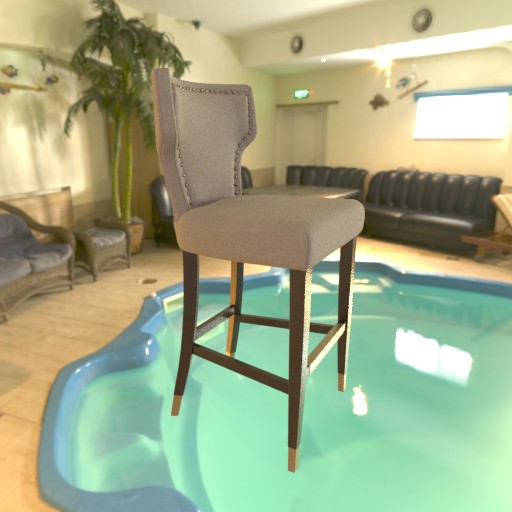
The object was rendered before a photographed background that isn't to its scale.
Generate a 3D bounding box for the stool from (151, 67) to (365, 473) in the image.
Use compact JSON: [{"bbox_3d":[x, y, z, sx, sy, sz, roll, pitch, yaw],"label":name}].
[{"bbox_3d":[0.000,0.000,1.427,0.563,1.092,0.526,8,17,27],"label":"stool"}]
